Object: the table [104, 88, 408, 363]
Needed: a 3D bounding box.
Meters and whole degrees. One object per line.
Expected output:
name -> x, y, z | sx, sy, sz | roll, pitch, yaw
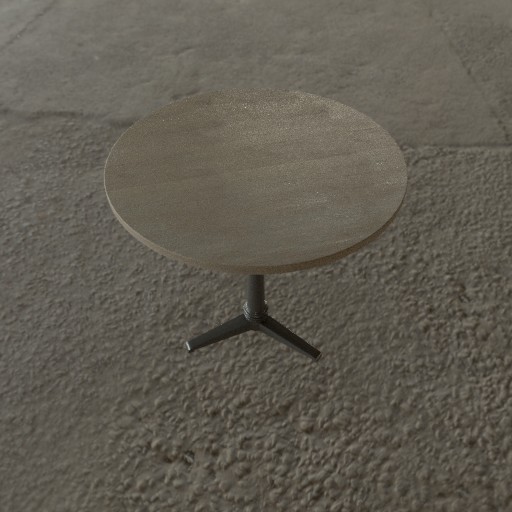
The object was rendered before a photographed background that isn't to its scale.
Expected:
table -> 0.000, 0.000, 1.480 | 0.800, 0.780, 0.800 | 0, 47, 0
